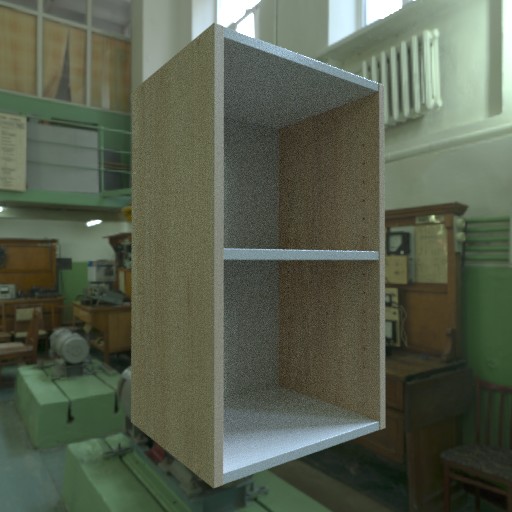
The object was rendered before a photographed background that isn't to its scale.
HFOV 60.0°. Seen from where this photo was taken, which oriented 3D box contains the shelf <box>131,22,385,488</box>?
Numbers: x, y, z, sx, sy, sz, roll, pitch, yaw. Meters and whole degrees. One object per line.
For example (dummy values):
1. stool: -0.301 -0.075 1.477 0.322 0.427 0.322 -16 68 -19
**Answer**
1. shelf: 0.000 0.000 0.790 0.350 0.600 0.290 0 -1 -36
